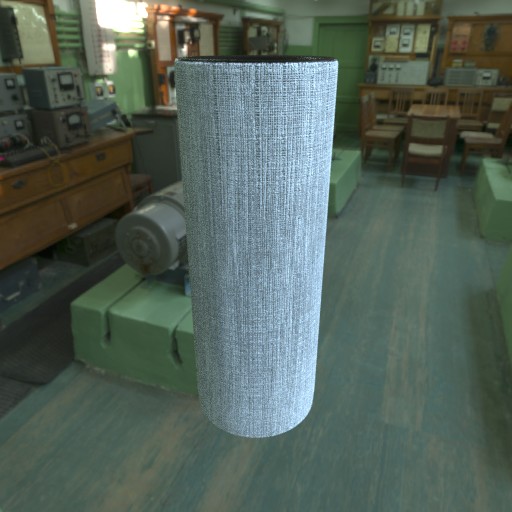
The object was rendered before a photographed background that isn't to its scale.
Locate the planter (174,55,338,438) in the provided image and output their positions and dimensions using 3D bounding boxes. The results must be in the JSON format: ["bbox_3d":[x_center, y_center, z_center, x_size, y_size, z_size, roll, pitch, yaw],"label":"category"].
[{"bbox_3d":[0.000,0.000,0.330,0.100,0.270,0.100,9,27,17],"label":"planter"}]
